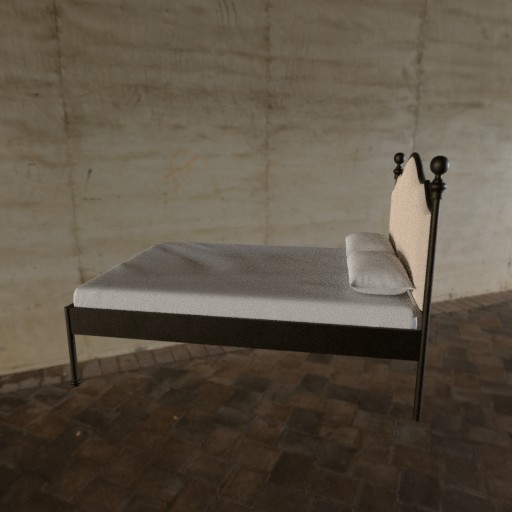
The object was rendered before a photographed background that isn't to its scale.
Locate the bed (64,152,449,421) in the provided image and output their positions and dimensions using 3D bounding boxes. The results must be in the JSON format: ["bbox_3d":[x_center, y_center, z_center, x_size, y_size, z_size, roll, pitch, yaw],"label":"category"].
[{"bbox_3d":[0.000,0.000,3.198,2.170,1.462,1.533,2,14,10],"label":"bed"}]
